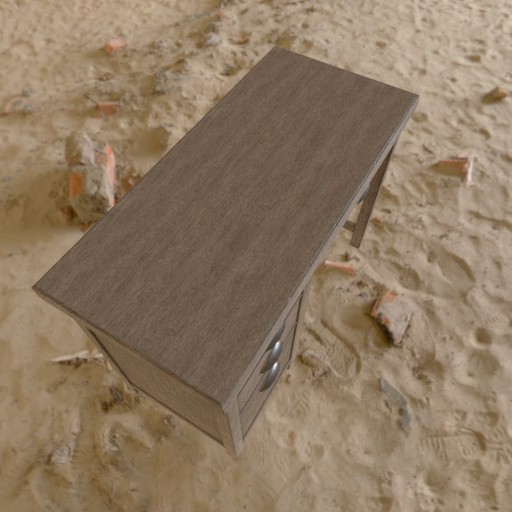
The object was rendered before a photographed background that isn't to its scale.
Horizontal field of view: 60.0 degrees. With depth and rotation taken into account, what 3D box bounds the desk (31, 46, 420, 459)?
[{"bbox_3d":[0.000,0.000,1.760,0.610,0.912,1.289,27,61,16],"label":"desk"}]
